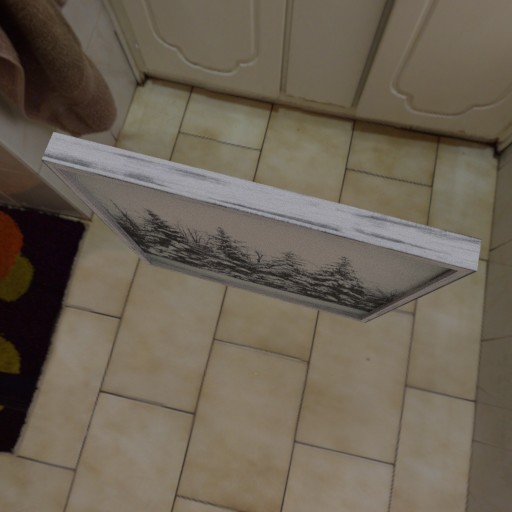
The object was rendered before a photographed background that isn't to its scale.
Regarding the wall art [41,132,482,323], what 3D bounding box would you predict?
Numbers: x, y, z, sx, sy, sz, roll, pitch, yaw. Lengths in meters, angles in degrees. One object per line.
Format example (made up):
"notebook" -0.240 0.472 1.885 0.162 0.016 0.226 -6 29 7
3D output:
"wall art" 0.000 0.000 0.745 0.506 0.506 0.038 15 76 4
